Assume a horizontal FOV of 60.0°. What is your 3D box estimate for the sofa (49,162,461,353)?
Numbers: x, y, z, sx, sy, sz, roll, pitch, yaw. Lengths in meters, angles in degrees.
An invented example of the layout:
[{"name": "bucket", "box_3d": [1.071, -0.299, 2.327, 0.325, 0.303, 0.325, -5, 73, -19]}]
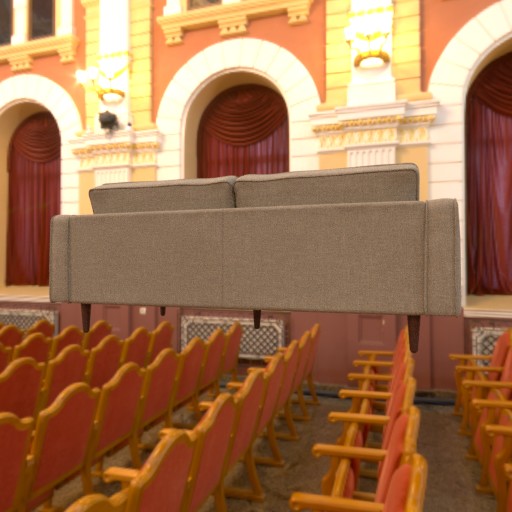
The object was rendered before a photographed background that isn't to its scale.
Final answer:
[{"name": "sofa", "box_3d": [0.000, 0.000, 2.309, 1.879, 0.762, 0.914, 0, -1, 19]}]
